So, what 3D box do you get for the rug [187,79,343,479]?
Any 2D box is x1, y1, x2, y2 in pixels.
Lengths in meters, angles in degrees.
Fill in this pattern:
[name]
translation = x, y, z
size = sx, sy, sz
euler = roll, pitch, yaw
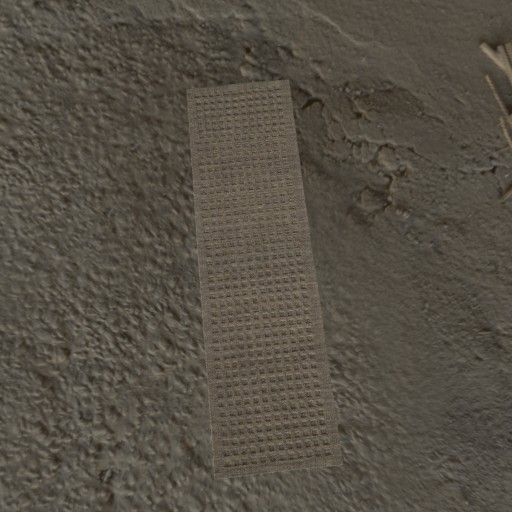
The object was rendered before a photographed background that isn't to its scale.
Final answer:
[rug]
translation = 0.000, 0.000, 2.719
size = 0.706, 0.009, 2.443
euler = -6, 75, -1
